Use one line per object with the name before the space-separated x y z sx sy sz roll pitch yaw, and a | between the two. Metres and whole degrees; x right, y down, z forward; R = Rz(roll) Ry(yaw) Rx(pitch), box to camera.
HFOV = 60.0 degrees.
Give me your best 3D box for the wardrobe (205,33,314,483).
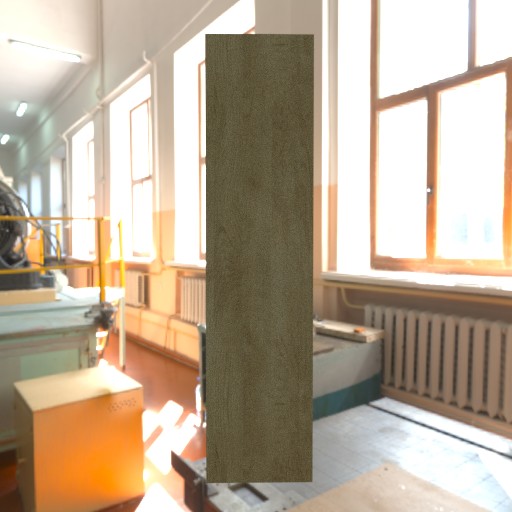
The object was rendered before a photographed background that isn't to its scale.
wardrobe | 0.000 0.000 2.859 0.480 2.000 1.770 0 2 -1
